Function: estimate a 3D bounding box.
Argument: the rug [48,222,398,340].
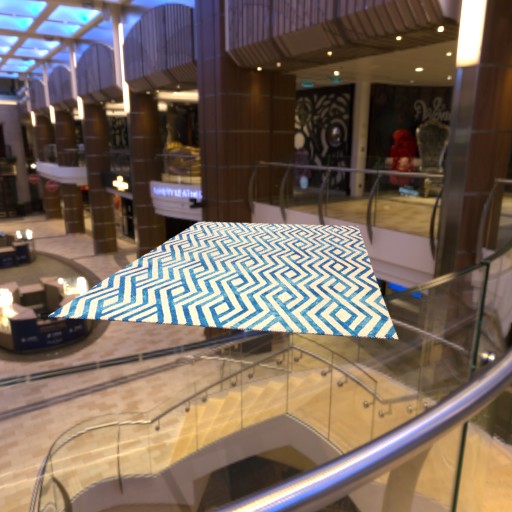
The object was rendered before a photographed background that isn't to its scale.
[{"bbox_3d":[0.000,0.000,3.049,1.531,0.008,2.439,2,15,9],"label":"rug"}]
